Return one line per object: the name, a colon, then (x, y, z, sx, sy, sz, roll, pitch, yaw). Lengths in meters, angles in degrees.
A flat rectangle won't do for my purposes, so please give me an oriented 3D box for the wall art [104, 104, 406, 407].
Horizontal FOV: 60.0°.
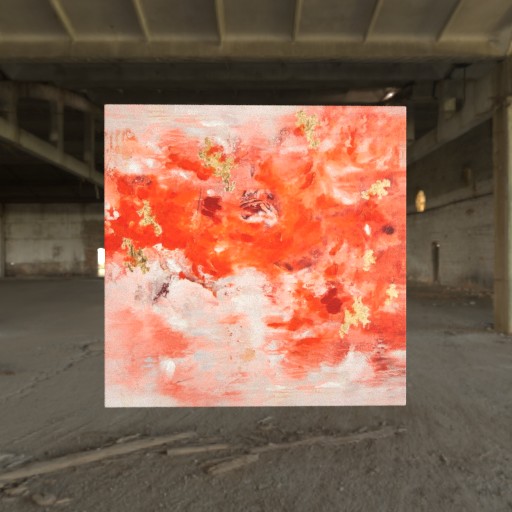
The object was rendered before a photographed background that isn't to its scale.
wall art: (0.000, 0.000, 1.127, 0.747, 0.746, 0.064, 0, 0, -1)
